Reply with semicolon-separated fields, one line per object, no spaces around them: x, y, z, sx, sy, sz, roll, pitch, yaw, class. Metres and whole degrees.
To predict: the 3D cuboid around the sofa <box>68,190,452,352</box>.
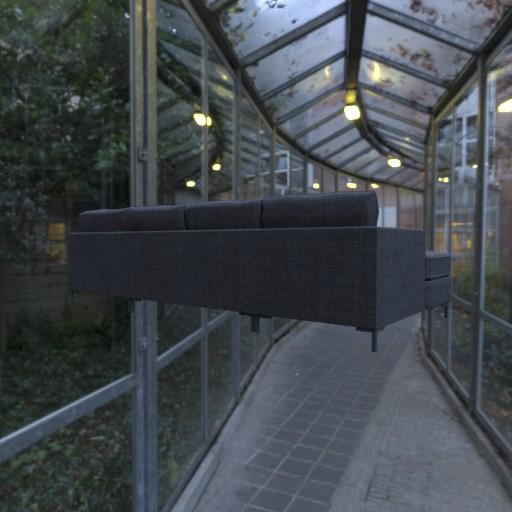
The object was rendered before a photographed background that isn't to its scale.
0.000;0.000;4.376;3.423;0.999;2.048;1;2;38;sofa
